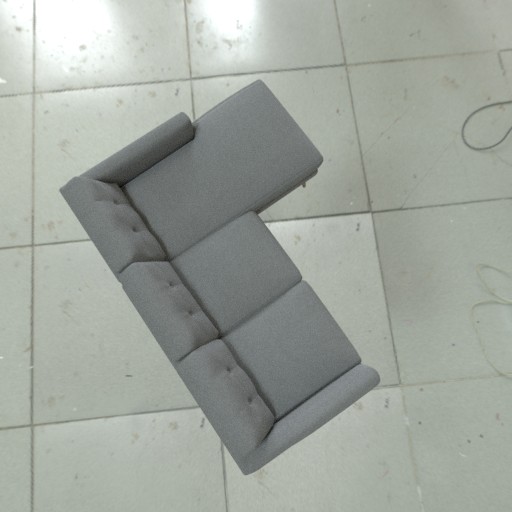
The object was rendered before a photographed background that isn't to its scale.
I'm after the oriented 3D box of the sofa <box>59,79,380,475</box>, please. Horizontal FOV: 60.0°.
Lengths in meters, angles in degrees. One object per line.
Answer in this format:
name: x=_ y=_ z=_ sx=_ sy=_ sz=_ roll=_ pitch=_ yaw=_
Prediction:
sofa: x=0.000 y=0.000 z=2.813 sx=1.530 sy=0.860 sz=2.040 roll=-35 pitch=80 yaw=-7
